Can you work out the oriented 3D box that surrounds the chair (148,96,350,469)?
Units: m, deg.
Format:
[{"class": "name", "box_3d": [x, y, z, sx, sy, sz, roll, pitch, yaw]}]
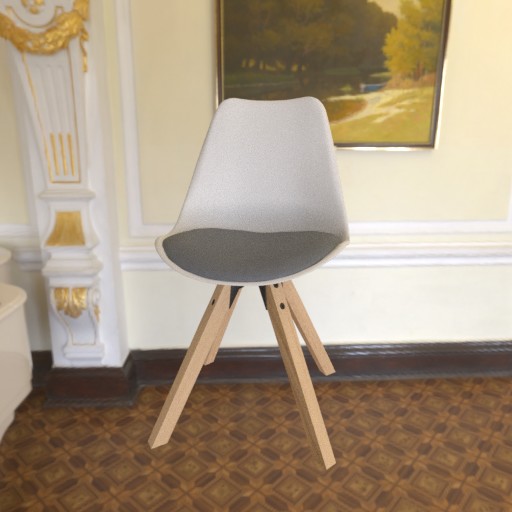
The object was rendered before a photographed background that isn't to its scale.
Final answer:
[{"class": "chair", "box_3d": [0.000, 0.000, 1.179, 0.485, 0.850, 0.550, 2, 14, 9]}]
